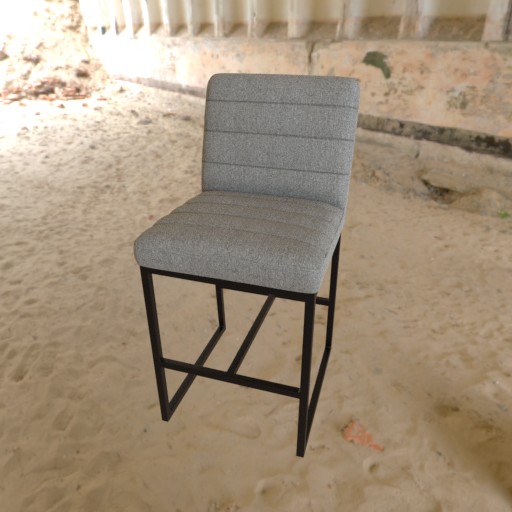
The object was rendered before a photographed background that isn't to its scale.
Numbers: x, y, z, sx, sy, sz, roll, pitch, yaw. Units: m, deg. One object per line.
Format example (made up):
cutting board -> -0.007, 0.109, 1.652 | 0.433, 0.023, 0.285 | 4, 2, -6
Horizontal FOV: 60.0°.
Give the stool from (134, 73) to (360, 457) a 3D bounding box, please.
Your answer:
stool -> 0.000, 0.000, 1.286 | 0.460, 0.940, 0.560 | 8, 28, 16
